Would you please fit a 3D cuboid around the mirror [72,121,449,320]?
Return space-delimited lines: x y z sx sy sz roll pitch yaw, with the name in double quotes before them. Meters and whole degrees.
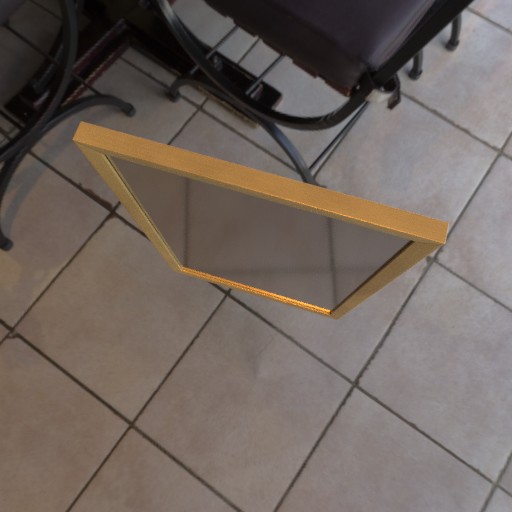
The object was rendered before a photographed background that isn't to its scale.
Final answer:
"mirror" 0.000 0.000 1.139 0.609 0.915 0.040 16 75 4
